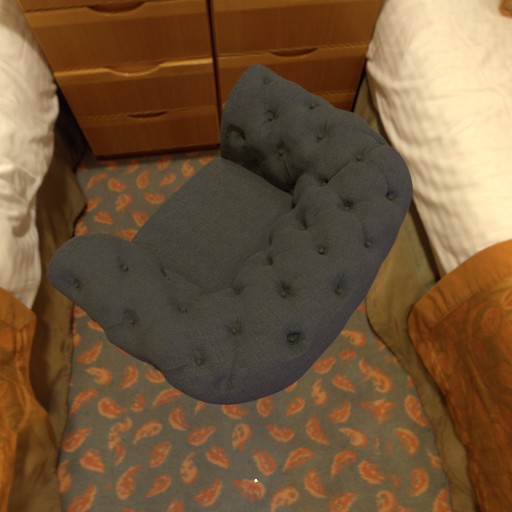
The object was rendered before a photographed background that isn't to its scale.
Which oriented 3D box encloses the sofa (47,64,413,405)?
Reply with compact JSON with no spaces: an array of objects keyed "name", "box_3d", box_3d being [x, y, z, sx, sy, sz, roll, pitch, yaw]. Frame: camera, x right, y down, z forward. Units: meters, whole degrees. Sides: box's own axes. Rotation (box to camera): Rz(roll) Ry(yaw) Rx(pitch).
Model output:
[{"name":"sofa","box_3d":[0.000,0.000,2.053,1.032,0.878,1.405,33,68,16]}]
